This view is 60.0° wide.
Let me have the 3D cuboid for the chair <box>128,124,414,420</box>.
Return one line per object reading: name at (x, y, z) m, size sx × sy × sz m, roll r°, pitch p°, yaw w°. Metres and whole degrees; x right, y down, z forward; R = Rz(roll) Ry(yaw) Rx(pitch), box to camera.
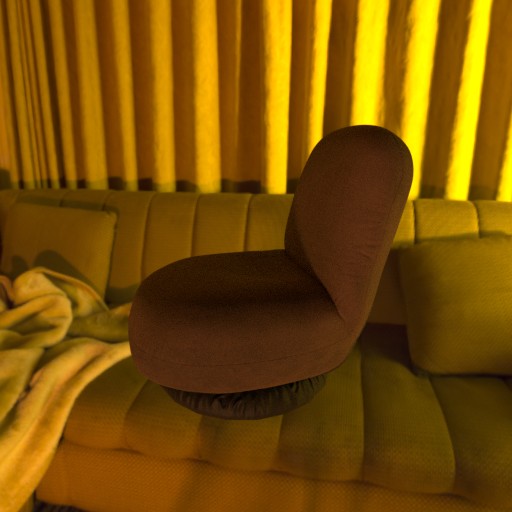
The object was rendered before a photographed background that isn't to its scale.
chair at (0.000, 0.000, 1.042) m, size 0.597 × 0.594 × 0.521 m, roll -2°, pitch 14°, yaw -9°
